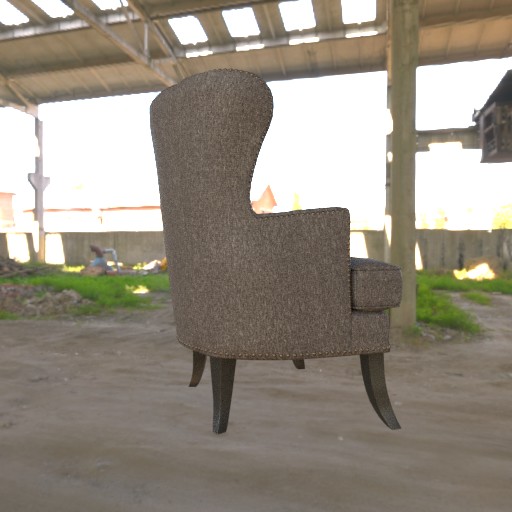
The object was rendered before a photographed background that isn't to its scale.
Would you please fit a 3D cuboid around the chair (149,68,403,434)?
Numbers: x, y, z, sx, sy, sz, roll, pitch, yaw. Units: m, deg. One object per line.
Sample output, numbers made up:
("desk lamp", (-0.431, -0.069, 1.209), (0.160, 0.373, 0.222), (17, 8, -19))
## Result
("chair", (0.000, 0.000, 1.615), (0.758, 1.060, 0.759), (0, 1, -18))
